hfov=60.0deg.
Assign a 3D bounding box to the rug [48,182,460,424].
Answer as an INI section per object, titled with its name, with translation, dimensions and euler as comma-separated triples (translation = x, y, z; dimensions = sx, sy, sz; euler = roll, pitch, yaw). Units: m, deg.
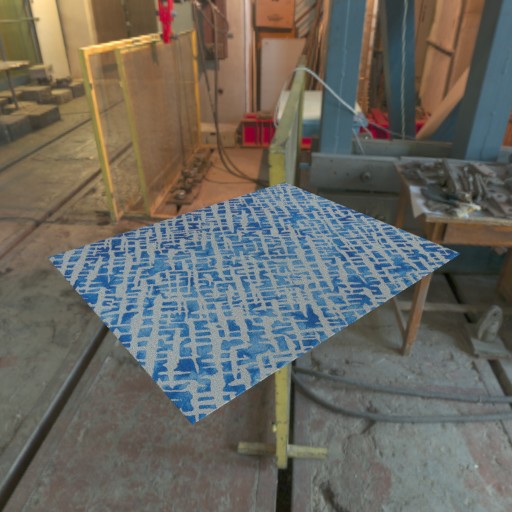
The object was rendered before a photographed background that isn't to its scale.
[rug]
translation = 0.000, 0.000, 4.144
dimensions = 3.007, 0.007, 2.435
euler = -23, 37, -34
